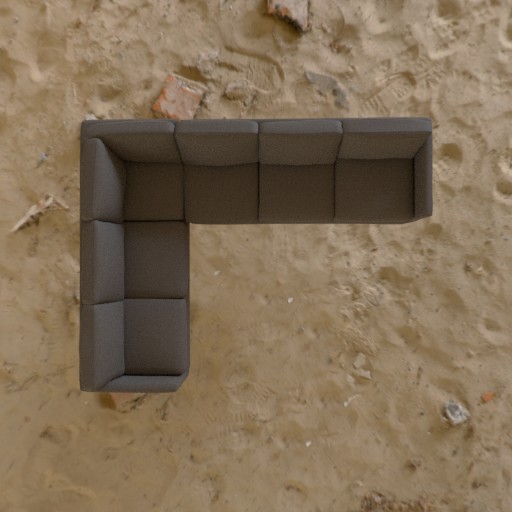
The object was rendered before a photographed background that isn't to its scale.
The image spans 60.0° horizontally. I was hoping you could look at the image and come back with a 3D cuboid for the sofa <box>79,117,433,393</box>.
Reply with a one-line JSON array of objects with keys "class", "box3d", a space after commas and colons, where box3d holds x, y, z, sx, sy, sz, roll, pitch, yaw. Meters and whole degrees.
[{"class": "sofa", "box3d": [0.000, 0.000, 4.334, 3.302, 0.947, 2.593, 0, 90, 2]}]
